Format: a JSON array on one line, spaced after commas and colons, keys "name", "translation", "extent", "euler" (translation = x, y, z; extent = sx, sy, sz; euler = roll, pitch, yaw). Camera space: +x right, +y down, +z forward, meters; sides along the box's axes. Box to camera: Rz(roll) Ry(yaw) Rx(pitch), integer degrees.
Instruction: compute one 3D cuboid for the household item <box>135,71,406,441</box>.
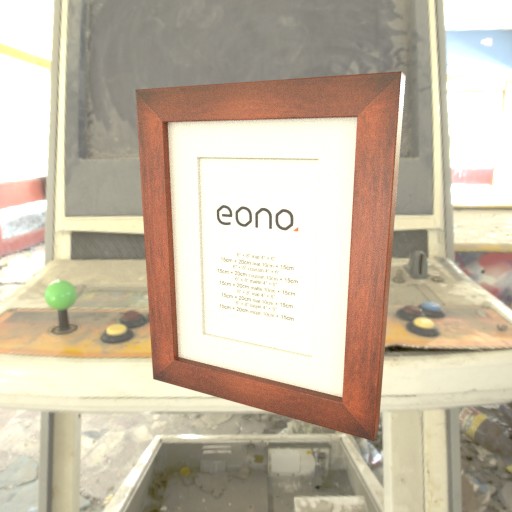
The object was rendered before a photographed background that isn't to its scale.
[{"name": "household item", "translation": [0.000, 0.000, 0.342], "extent": [0.200, 0.250, 0.020], "euler": [7, 16, 25]}]
